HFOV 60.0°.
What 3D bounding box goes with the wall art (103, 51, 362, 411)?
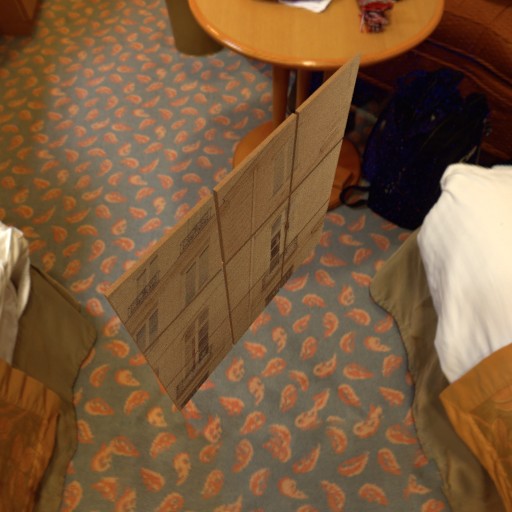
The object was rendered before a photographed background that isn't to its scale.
[{"bbox_3d":[0.000,0.000,1.386,0.018,0.913,0.915,33,64,19],"label":"wall art"}]
